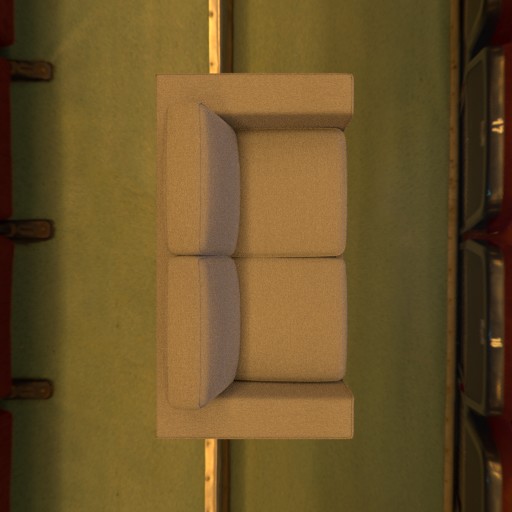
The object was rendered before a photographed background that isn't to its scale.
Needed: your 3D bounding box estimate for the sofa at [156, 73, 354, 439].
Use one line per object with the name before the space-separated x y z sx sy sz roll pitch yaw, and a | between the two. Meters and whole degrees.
sofa | 0.000 0.000 2.400 1.007 0.924 1.812 0 90 0
